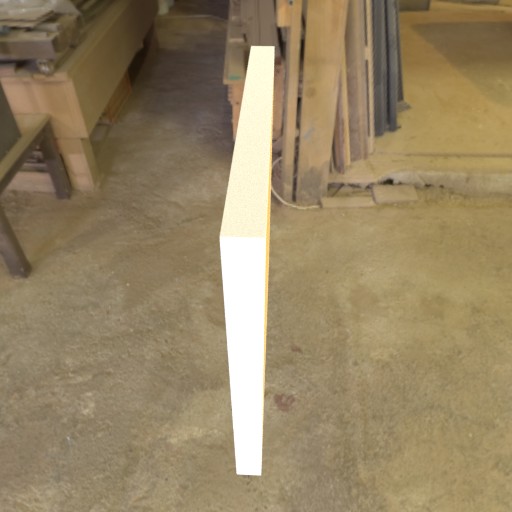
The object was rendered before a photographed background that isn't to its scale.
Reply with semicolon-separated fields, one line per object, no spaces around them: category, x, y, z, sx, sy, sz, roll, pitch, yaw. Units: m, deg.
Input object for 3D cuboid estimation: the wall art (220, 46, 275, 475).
wall art;0.000;0.000;0.743;0.040;0.509;0.509;2;43;2
